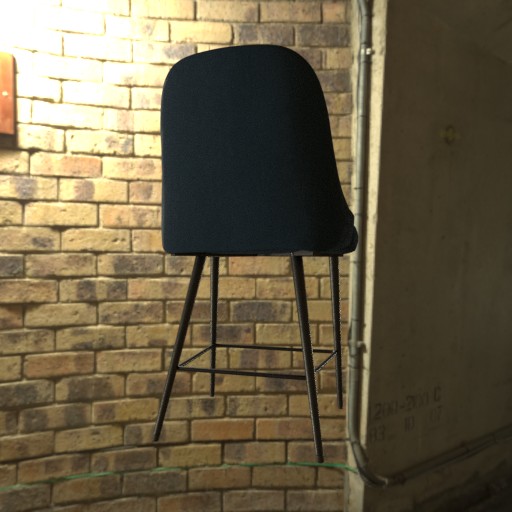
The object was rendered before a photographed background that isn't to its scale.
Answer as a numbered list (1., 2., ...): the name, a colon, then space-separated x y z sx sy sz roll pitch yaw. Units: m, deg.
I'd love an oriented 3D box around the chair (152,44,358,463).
1. chair: 0.000 0.000 1.217 0.526 0.927 0.489 0 -1 17
